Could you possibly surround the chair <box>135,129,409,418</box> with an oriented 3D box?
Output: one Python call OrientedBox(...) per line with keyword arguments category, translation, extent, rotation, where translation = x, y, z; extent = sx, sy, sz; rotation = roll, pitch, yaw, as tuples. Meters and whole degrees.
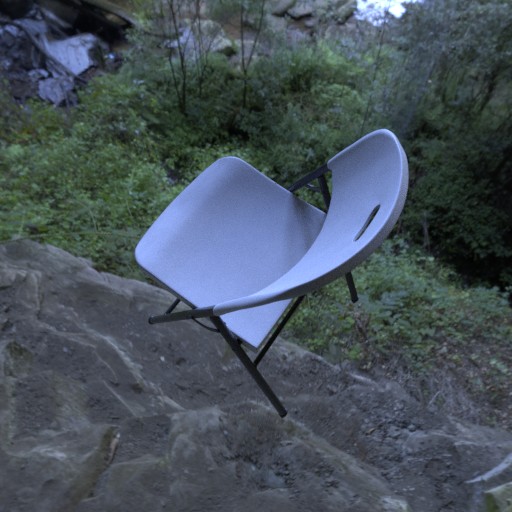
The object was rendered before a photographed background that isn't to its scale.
OrientedBox(category="chair", translation=(0.000, 0.000, 1.182), extent=(0.566, 0.810, 0.494), rotation=(31, 66, 16))
